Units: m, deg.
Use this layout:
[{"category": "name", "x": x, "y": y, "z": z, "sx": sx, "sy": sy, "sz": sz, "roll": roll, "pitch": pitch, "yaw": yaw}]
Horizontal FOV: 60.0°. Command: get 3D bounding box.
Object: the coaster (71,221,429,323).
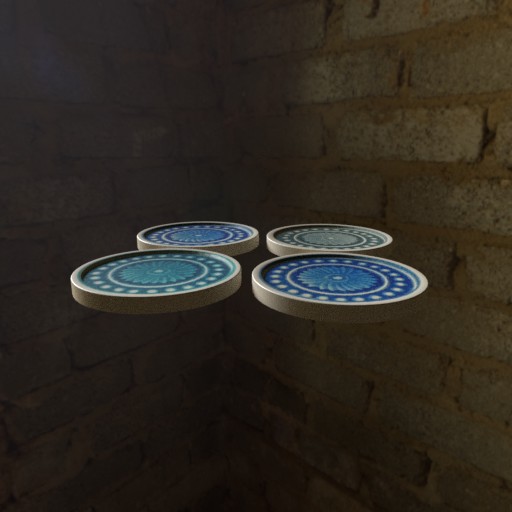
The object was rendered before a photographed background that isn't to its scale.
[{"category": "coaster", "x": 0.000, "y": 0.000, "z": 0.341, "sx": 0.224, "sy": 0.010, "sz": 0.220, "roll": 2, "pitch": 15, "yaw": 6}]
